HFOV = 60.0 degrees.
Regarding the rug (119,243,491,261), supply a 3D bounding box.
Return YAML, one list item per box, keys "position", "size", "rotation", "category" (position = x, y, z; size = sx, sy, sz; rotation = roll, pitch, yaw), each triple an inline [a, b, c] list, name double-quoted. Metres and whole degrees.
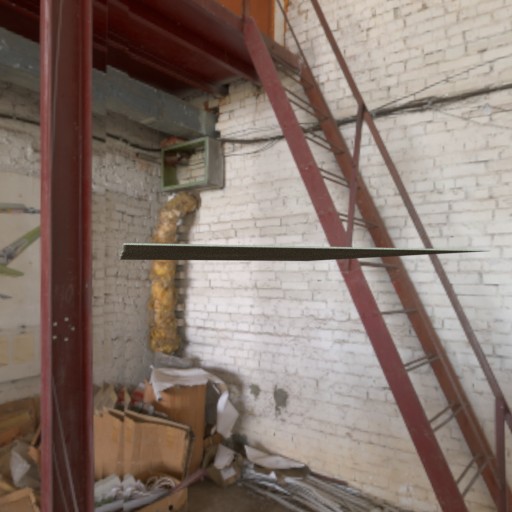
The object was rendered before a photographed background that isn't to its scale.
- position: [0.000, 0.000, 4.036]
  size: [2.363, 0.012, 2.980]
  rotation: [1, -2, -18]
  category: "rug"
